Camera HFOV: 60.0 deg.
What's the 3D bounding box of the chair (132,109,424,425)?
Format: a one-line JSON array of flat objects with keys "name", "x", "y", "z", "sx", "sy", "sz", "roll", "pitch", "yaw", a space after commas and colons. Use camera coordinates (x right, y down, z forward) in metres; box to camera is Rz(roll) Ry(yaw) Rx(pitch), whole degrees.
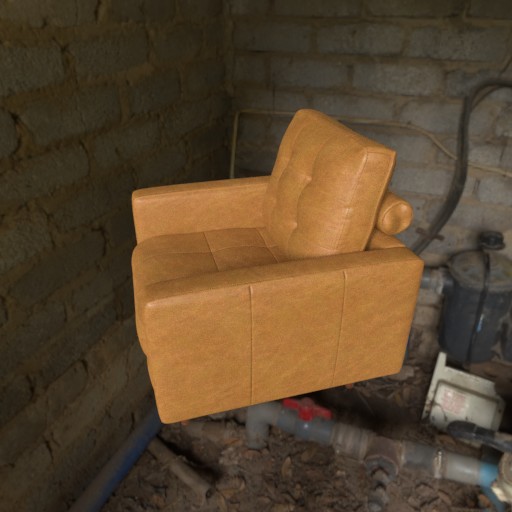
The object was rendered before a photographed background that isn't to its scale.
[{"name": "chair", "x": 0.000, "y": 0.000, "z": 1.579, "sx": 0.868, "sy": 0.896, "sz": 0.831, "roll": -8, "pitch": 31, "yaw": -14}]
